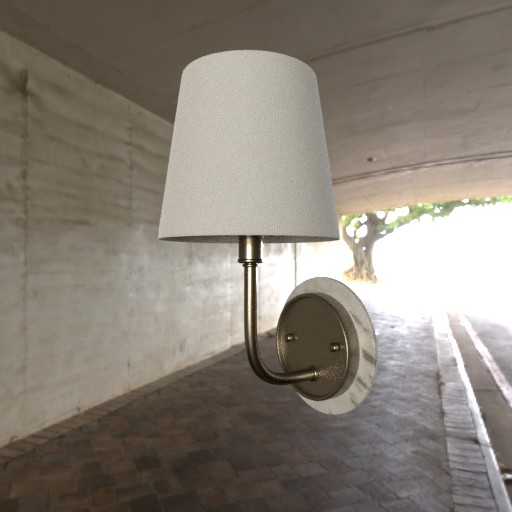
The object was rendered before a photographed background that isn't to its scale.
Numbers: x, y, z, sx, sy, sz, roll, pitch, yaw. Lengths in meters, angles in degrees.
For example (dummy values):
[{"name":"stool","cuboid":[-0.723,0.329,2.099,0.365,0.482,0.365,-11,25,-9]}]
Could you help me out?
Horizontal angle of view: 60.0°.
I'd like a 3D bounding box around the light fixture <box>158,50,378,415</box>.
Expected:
[{"name":"light fixture","cuboid":[0.000,0.000,0.429,0.188,0.337,0.168,0,-1,-36]}]
